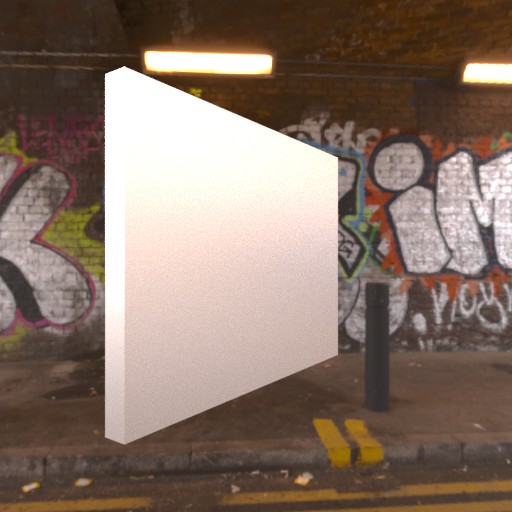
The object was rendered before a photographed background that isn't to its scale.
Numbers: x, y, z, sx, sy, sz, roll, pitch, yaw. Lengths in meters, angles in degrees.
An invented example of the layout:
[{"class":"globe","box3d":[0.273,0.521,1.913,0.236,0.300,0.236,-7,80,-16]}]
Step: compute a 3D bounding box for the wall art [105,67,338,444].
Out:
[{"class":"wall art","box3d":[0.000,0.000,1.390,0.066,0.801,1.056,0,0,35]}]
